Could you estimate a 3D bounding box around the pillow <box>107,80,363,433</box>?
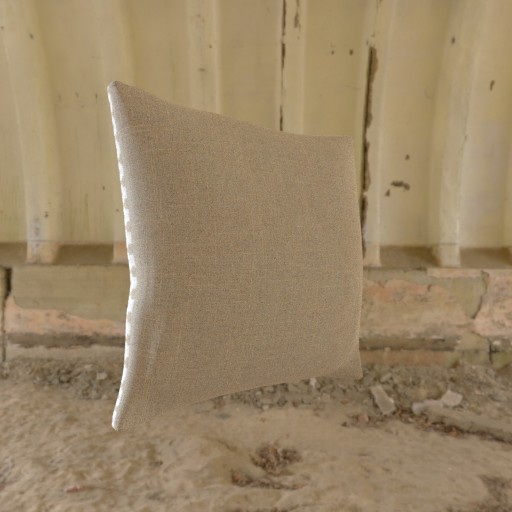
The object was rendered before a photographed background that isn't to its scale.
[{"bbox_3d":[0.000,0.000,0.759,0.496,0.491,0.219,0,0,-36],"label":"pillow"}]
